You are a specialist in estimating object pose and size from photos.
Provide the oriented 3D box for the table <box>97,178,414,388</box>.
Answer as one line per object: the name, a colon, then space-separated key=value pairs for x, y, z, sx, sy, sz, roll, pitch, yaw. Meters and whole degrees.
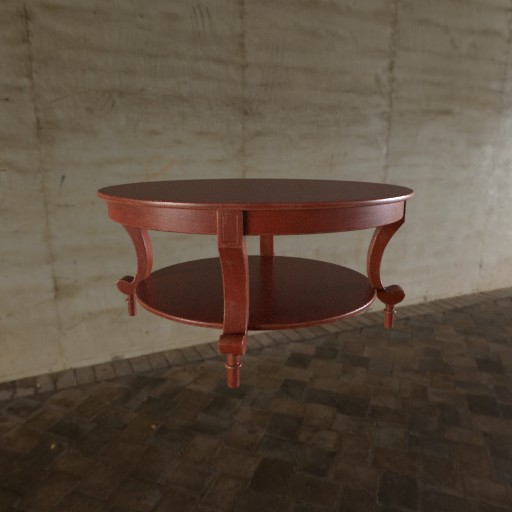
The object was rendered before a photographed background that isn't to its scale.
table: x=0.000 y=0.000 z=1.569 sx=1.029 sy=0.486 sz=1.029 roll=0 pitch=13 yaw=0
